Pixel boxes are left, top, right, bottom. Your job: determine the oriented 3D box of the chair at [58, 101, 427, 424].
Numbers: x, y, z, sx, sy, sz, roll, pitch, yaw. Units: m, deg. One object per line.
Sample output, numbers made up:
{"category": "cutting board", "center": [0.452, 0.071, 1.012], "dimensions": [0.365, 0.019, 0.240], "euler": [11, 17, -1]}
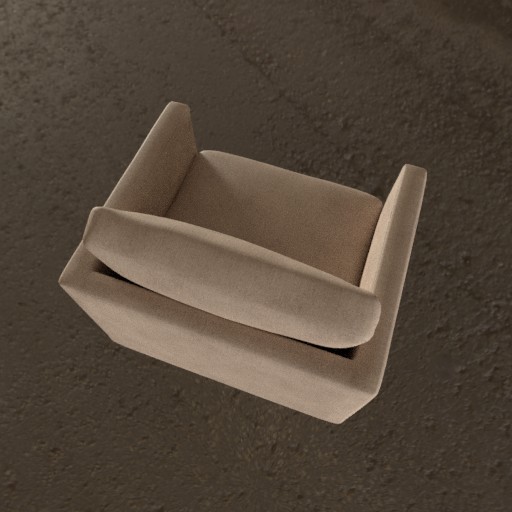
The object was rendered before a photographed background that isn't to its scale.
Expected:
{"category": "chair", "center": [0.000, 0.000, 1.856], "dimensions": [1.133, 0.961, 0.959], "euler": [18, 64, 9]}
